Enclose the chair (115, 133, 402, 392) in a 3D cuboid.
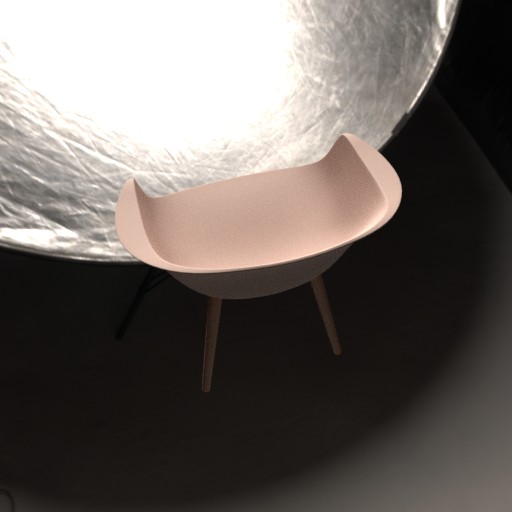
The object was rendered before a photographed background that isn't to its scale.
[{"bbox_3d":[0.000,0.000,1.180,0.593,0.781,0.504,-14,60,-8],"label":"chair"}]
